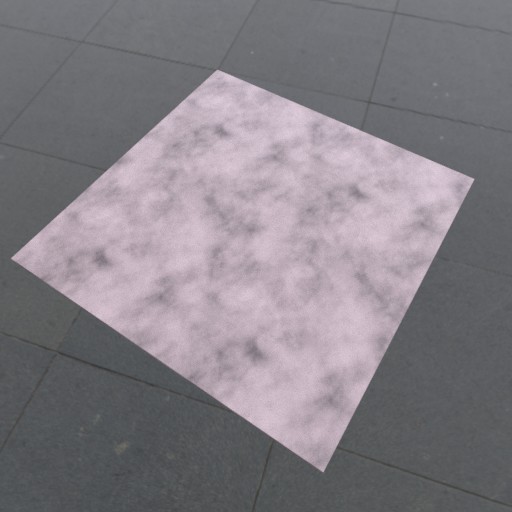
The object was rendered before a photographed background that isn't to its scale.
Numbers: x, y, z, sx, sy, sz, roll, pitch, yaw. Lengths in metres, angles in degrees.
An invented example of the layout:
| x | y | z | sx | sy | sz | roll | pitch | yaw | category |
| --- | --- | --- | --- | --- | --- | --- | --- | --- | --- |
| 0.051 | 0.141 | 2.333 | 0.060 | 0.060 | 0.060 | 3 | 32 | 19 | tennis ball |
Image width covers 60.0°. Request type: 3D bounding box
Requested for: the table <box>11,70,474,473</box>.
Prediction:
| x | y | z | sx | sy | sz | roll | pitch | yaw | category |
| --- | --- | --- | --- | --- | --- | --- | --- | --- | --- |
| 0.000 | 0.000 | 1.018 | 0.670 | 0.305 | 0.670 | 29 | 63 | 16 | table |
